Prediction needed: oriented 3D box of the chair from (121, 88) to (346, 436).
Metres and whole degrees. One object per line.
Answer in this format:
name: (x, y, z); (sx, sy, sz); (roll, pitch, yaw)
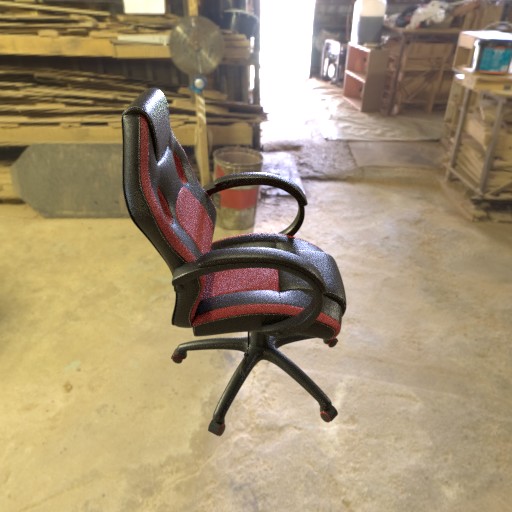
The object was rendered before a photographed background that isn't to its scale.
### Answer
chair: (0.000, 0.000, 1.693); (0.783, 1.189, 0.750); (0, 32, 0)
